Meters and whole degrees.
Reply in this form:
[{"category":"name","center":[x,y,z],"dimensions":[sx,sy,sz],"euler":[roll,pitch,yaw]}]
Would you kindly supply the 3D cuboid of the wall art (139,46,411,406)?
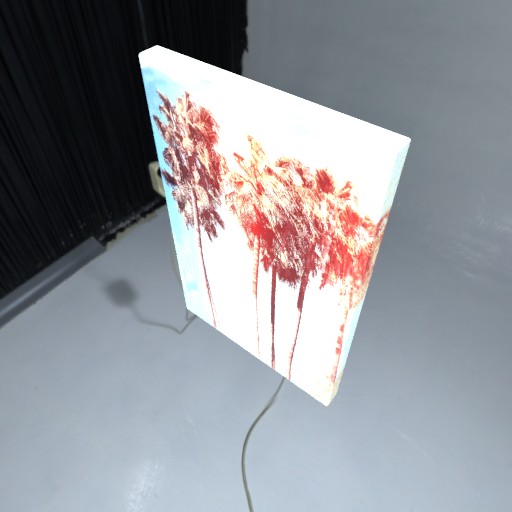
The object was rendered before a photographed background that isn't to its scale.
[{"category":"wall art","center":[0.000,0.000,0.778],"dimensions":[0.401,0.610,0.038],"euler":[30,54,25]}]
